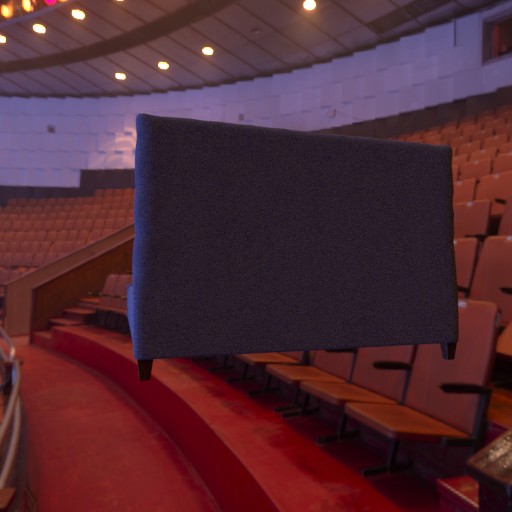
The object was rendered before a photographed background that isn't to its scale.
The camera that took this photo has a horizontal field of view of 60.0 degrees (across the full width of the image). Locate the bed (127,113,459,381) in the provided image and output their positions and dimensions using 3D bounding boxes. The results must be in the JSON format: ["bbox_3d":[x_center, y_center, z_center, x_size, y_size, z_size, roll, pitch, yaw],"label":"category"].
[{"bbox_3d":[0.000,0.000,3.749,2.078,1.427,2.387,1,-3,-17],"label":"bed"}]
